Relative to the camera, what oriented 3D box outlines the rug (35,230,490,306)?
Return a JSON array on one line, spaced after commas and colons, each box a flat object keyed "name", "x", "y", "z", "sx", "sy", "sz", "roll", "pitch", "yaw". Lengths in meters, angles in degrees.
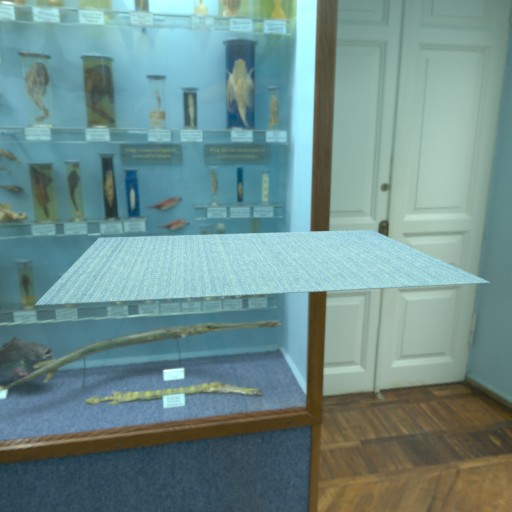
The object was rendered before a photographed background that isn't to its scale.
[{"name": "rug", "x": 0.000, "y": 0.000, "z": 3.727, "sx": 2.895, "sy": 0.006, "sz": 1.982, "roll": -2, "pitch": 14, "yaw": -9}]
